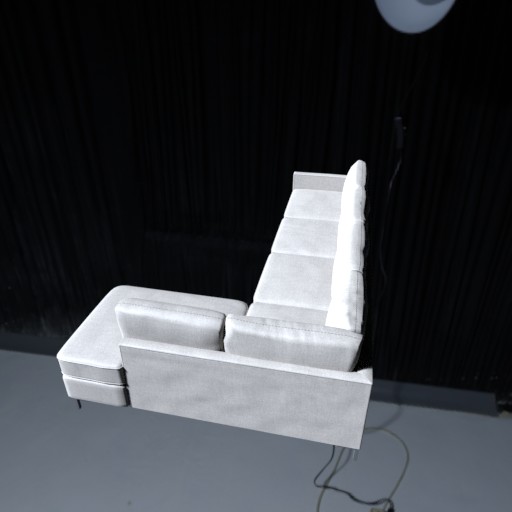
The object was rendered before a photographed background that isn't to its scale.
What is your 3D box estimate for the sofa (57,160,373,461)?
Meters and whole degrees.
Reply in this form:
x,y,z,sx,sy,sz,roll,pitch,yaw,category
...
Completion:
x,y,z,sx,sy,sz,roll,pitch,yaw,category
0.000,0.000,4.208,2.077,0.964,3.331,6,32,10,sofa
